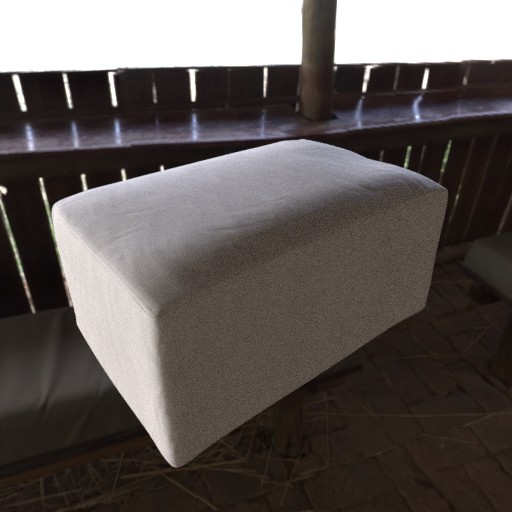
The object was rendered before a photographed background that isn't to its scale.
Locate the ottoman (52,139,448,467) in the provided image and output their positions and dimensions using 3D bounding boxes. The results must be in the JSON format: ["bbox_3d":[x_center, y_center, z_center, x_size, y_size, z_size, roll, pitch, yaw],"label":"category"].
[{"bbox_3d":[0.000,0.000,1.178,0.872,0.444,0.590,-22,38,-32],"label":"ottoman"}]
